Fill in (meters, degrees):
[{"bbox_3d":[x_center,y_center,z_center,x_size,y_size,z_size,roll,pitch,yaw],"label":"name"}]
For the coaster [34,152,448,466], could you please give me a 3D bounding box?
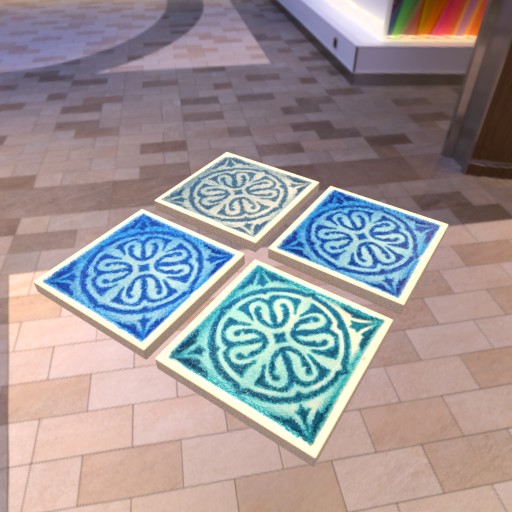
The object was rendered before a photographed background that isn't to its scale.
[{"bbox_3d":[0.000,0.000,0.323,0.214,0.010,0.219,23,46,25],"label":"coaster"}]
